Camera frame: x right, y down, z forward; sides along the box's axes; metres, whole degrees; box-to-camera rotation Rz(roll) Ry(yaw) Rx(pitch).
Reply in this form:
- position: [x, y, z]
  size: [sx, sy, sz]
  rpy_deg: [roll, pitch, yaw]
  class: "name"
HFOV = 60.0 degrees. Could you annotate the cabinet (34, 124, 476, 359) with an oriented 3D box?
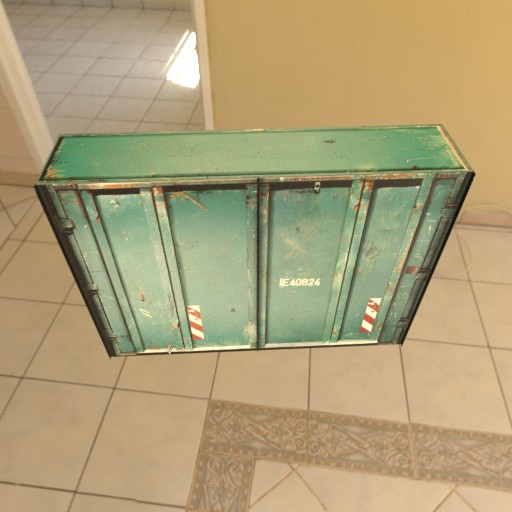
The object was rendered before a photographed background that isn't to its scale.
- position: [0.000, 0.000, 4.011]
  size: [3.001, 2.160, 0.680]
  rpy_deg: [-2, 46, -2]
  class: "cabinet"
